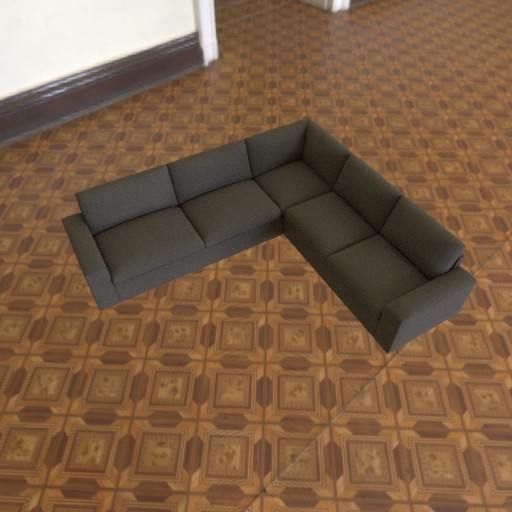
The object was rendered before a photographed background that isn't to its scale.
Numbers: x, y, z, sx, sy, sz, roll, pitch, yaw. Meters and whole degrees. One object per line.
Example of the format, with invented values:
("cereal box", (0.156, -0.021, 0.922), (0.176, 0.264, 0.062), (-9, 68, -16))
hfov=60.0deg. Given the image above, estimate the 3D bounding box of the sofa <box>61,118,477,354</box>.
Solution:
("sofa", (0.000, 0.000, 4.653), (3.277, 0.965, 2.895), (-23, 52, -19))
